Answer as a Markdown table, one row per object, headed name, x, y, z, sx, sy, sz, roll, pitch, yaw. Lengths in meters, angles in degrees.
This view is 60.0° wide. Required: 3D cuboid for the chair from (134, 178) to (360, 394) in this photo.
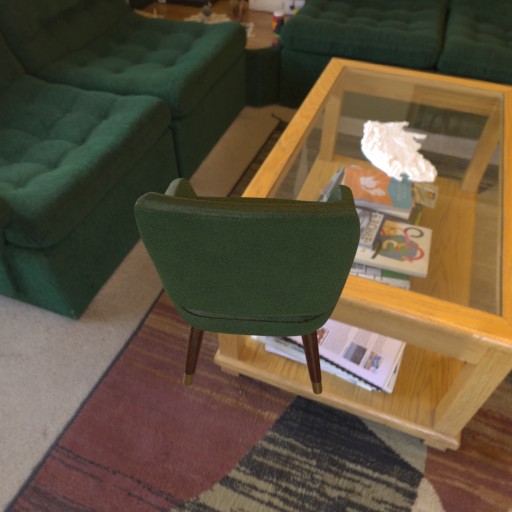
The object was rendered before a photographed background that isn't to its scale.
| name | x | y | z | sx | sy | sz | roll | pitch | yaw |
| --- | --- | --- | --- | --- | --- | --- | --- | --- | --- |
| chair | 0.000 | 0.000 | 1.574 | 0.683 | 1.081 | 0.794 | 3 | 46 | 3 |
